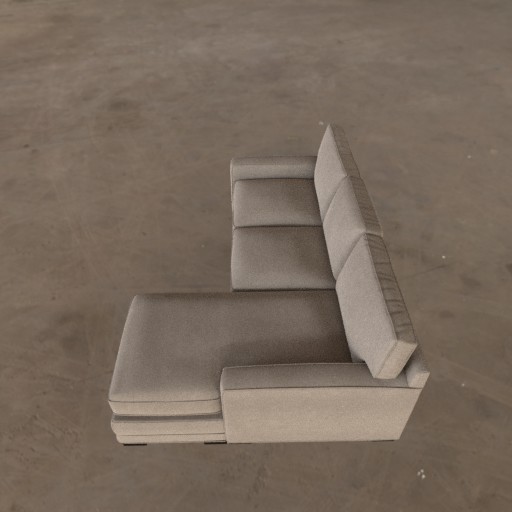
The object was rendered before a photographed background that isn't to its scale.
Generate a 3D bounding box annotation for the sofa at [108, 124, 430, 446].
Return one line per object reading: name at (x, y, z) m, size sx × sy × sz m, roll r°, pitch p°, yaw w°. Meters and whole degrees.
sofa at (0.000, 0.000, 2.854) m, size 1.496 × 0.861 × 2.087 m, roll -1°, pitch 42°, yaw -1°
